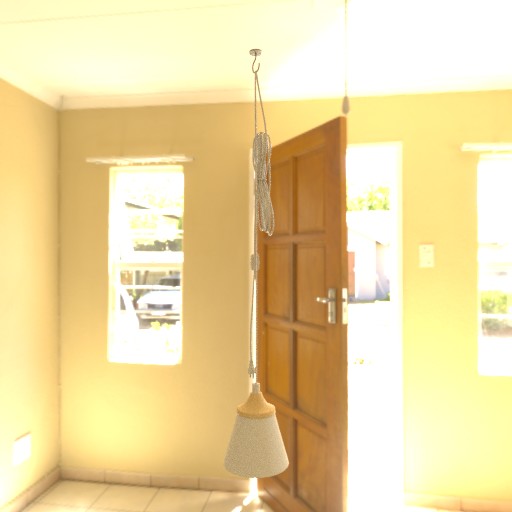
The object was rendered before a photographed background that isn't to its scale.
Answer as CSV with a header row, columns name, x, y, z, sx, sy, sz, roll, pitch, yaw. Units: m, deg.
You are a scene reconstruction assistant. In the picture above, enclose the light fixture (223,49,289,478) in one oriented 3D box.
name,x,y,z,sx,sy,sz,roll,pitch,yaw
light fixture,0.000,0.000,1.043,0.153,0.966,0.153,0,-1,-1
